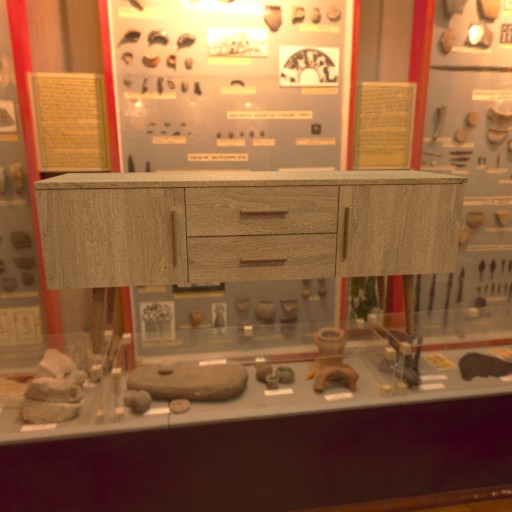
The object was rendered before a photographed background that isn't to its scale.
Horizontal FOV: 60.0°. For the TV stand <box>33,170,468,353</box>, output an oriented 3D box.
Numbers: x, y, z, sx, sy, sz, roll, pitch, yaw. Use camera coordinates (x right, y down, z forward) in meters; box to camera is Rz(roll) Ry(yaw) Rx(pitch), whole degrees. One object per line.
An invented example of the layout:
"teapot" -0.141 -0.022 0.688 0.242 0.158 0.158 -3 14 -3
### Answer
"TV stand" 0.000 0.000 1.574 1.313 0.565 0.401 -2 15 -8
